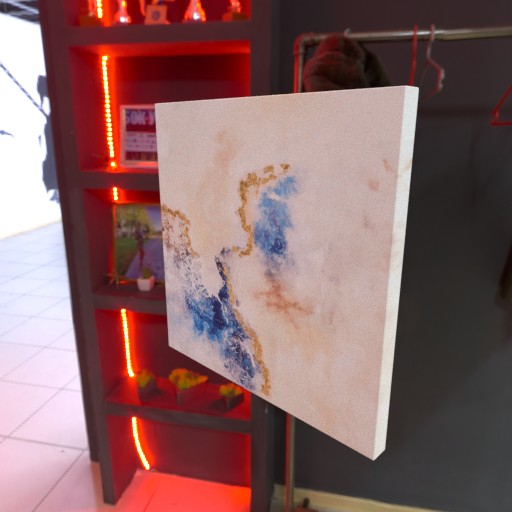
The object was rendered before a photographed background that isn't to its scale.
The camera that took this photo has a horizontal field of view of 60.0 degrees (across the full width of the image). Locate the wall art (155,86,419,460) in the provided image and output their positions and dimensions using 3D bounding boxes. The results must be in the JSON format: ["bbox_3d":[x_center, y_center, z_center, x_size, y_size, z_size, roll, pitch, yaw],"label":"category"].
[{"bbox_3d":[0.000,0.000,1.572,1.061,1.061,0.071,15,22,42],"label":"wall art"}]
